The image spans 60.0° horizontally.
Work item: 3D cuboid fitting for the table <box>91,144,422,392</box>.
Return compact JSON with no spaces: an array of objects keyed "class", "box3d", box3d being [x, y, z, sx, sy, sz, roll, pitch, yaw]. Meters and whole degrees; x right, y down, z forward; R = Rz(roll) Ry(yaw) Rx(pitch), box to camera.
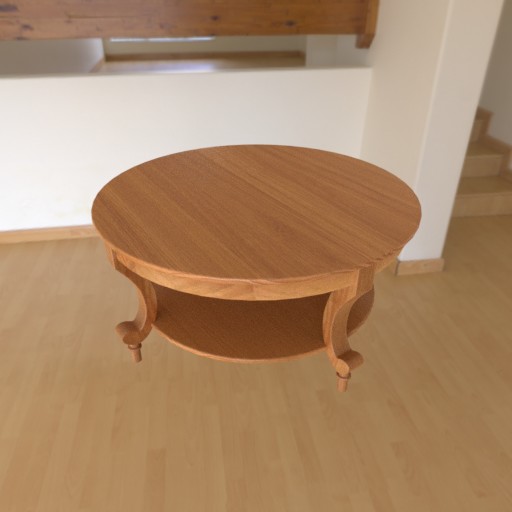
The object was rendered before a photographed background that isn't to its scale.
[{"class":"table","box3d":[0.000,0.000,1.564,1.029,0.490,1.029,0,31,0]}]
